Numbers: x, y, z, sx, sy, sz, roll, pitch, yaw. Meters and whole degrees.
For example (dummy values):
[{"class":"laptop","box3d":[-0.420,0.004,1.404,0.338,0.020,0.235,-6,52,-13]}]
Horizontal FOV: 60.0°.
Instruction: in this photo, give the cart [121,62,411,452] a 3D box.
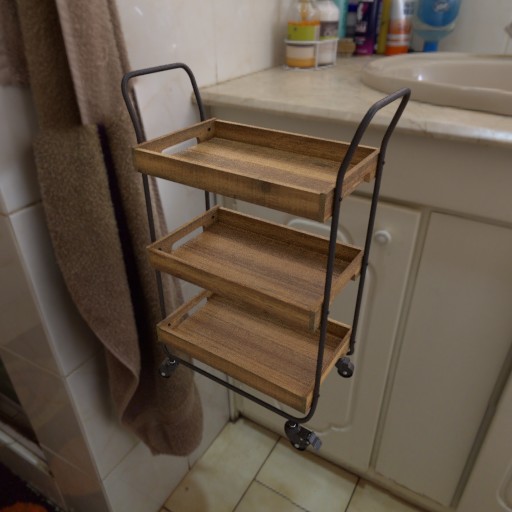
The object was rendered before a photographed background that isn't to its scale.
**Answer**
[{"class":"cart","box3d":[0.000,0.000,1.138,0.583,0.857,0.339,19,36,28]}]
